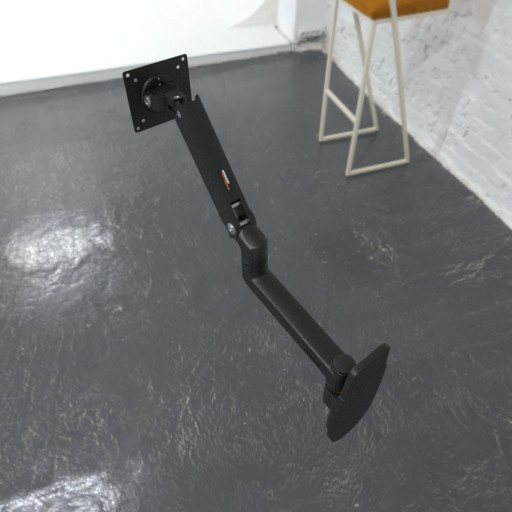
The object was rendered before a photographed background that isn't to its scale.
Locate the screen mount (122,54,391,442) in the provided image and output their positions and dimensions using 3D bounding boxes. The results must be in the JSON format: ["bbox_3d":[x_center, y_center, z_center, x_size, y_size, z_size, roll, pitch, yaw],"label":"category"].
[{"bbox_3d":[0.000,0.000,0.720,0.115,0.466,0.495,-30,53,-26],"label":"screen mount"}]
